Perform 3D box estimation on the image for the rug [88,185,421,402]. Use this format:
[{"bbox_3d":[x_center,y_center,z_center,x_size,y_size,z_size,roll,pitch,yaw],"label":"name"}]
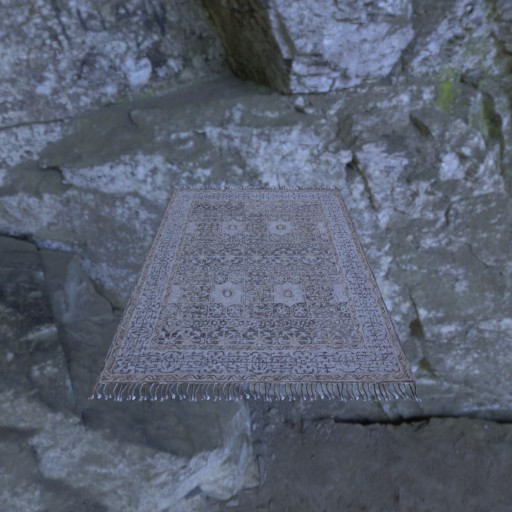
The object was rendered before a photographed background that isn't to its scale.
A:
[{"bbox_3d":[0.000,0.000,2.487,1.237,0.010,2.029,0,32,0],"label":"rug"}]
